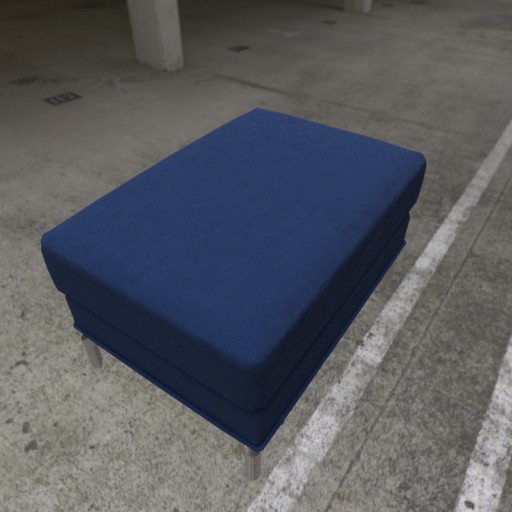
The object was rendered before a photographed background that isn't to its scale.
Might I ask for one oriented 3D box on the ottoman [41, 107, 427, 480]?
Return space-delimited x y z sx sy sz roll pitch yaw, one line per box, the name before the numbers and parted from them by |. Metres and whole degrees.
ottoman | 0.000 0.000 1.199 0.587 0.498 0.835 24 46 26
